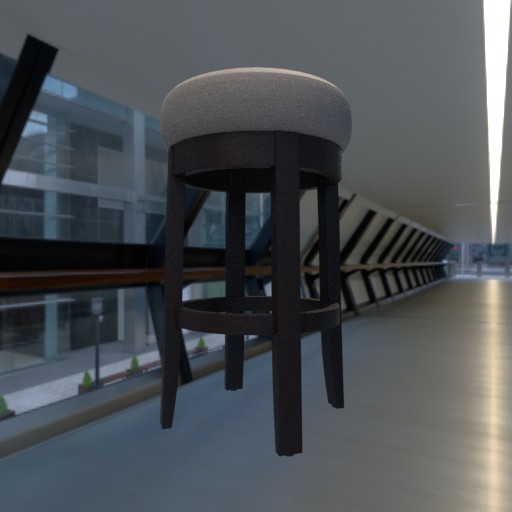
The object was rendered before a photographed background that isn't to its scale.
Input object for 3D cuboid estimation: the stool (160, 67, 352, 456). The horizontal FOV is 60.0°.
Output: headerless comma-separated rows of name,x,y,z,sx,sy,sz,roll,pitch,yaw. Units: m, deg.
stool,0.000,0.000,1.047,0.443,0.757,0.443,0,0,0
